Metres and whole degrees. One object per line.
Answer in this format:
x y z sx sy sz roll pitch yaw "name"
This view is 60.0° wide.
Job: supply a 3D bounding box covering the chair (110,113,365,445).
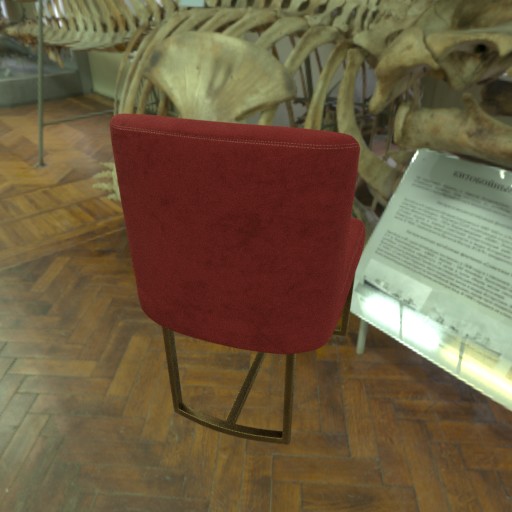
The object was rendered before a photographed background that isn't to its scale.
0.000 0.000 1.182 0.530 0.824 0.560 10 33 16 "chair"
